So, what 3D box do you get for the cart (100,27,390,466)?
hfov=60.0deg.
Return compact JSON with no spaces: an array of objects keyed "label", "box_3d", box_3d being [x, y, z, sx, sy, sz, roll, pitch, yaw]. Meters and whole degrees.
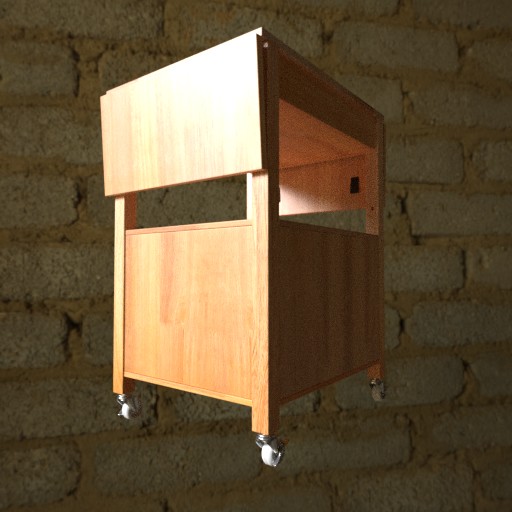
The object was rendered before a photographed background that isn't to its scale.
[{"label":"cart","box_3d":[0.000,0.000,1.210,0.508,0.838,0.640,-1,-2,37]}]
